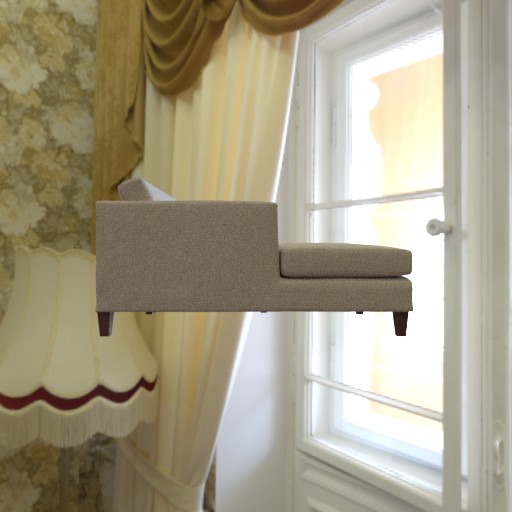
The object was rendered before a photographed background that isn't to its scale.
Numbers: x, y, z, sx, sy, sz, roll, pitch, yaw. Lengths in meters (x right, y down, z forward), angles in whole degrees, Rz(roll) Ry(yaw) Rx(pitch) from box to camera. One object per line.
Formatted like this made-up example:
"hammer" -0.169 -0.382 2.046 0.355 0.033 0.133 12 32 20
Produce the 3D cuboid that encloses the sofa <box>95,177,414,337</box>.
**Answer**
"sofa" 0.000 0.000 3.802 1.625 0.846 3.186 0 -1 0
